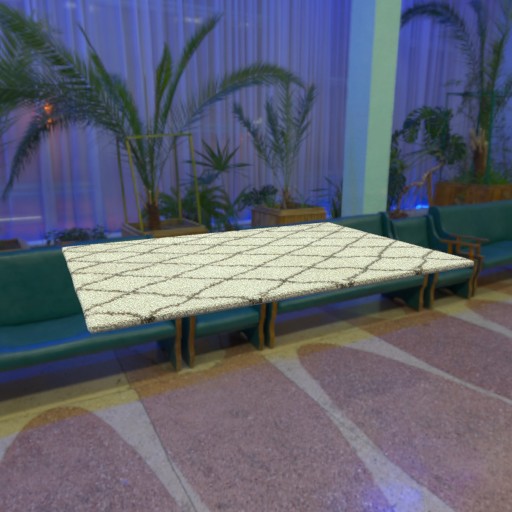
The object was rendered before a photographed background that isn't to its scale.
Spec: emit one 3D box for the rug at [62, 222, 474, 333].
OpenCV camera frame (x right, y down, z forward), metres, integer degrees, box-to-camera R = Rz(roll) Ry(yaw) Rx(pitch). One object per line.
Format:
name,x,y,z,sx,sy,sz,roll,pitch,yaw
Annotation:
rug,0.000,0.000,2.295,1.778,0.030,1.219,-7,16,-26
